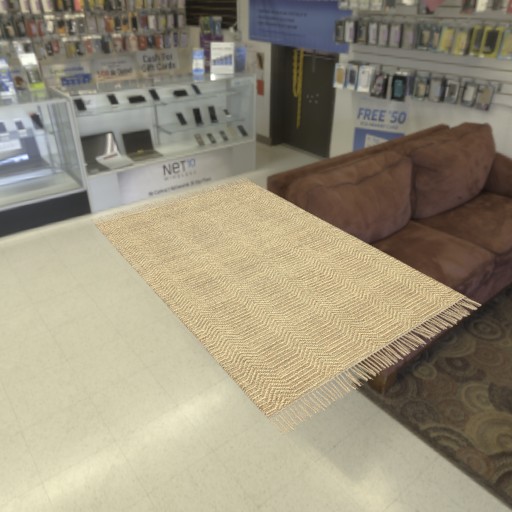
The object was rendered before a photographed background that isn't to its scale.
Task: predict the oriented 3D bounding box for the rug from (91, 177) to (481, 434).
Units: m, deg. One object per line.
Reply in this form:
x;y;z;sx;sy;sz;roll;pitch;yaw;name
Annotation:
0.000;0.000;3.125;1.528;0.034;2.523;-21;37;-30;rug
